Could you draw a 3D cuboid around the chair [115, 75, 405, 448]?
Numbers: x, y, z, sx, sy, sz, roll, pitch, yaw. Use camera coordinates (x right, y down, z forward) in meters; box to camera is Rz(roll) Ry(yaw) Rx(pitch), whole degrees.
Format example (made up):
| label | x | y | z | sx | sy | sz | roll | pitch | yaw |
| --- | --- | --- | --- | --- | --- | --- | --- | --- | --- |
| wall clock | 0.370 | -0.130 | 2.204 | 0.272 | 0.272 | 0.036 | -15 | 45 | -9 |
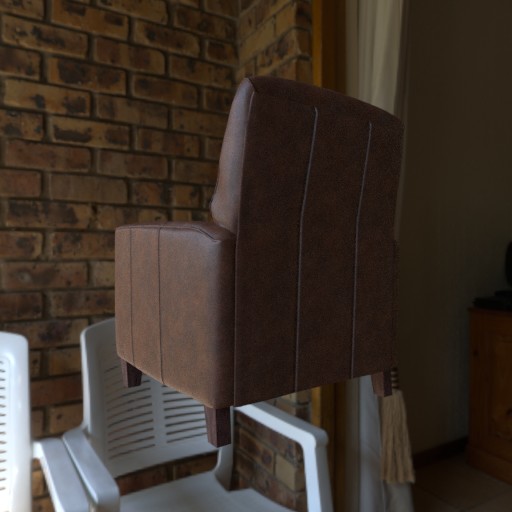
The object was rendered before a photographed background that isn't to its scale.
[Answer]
| label | x | y | z | sx | sy | sz | roll | pitch | yaw |
| --- | --- | --- | --- | --- | --- | --- | --- | --- | --- |
| chair | 0.000 | 0.000 | 1.652 | 0.839 | 1.010 | 0.850 | 0 | 0 | -36 |
